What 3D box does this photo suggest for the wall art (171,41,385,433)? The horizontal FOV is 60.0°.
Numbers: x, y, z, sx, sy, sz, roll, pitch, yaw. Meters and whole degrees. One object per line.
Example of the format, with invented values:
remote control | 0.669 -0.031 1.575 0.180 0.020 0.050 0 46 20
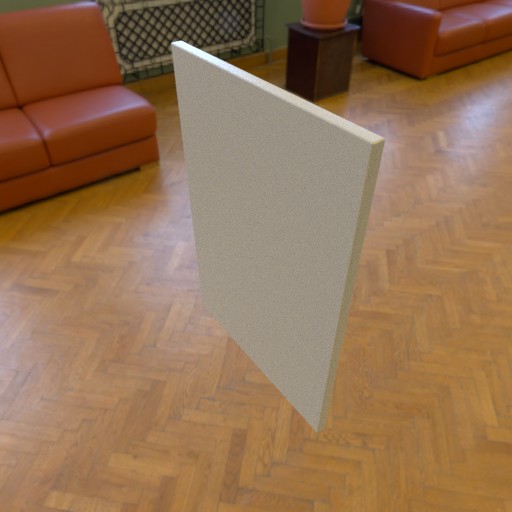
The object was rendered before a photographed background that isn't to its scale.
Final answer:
wall art | 0.000 0.000 1.037 0.026 0.813 0.556 -27 48 -27
